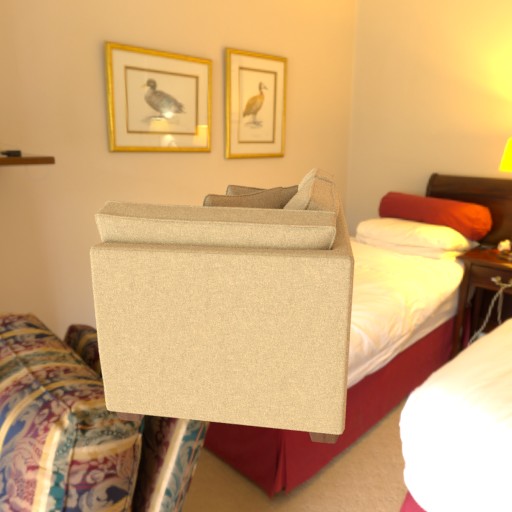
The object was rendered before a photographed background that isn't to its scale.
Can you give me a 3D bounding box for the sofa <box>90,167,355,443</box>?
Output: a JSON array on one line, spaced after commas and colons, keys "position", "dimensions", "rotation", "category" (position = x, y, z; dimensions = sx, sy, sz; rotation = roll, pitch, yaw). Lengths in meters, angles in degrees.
[{"position": [0.000, 0.000, 2.848], "dimensions": [1.110, 1.033, 2.237], "rotation": [2, 15, 8], "category": "sofa"}]
